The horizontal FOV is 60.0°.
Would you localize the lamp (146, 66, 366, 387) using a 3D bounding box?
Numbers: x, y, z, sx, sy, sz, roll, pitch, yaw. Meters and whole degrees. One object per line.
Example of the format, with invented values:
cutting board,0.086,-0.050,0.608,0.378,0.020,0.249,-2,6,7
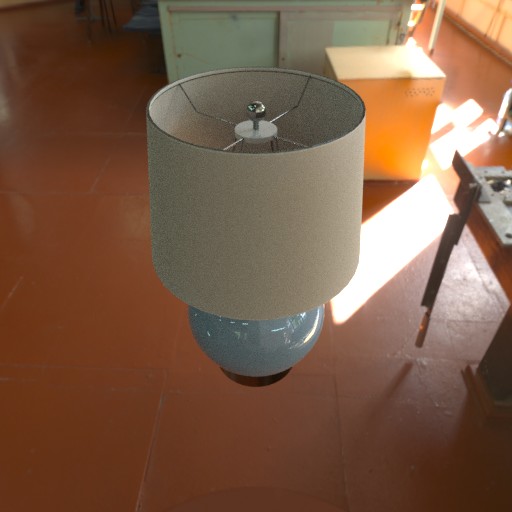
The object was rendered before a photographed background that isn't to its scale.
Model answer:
lamp,0.000,0.000,0.547,0.247,0.387,0.247,0,41,0
